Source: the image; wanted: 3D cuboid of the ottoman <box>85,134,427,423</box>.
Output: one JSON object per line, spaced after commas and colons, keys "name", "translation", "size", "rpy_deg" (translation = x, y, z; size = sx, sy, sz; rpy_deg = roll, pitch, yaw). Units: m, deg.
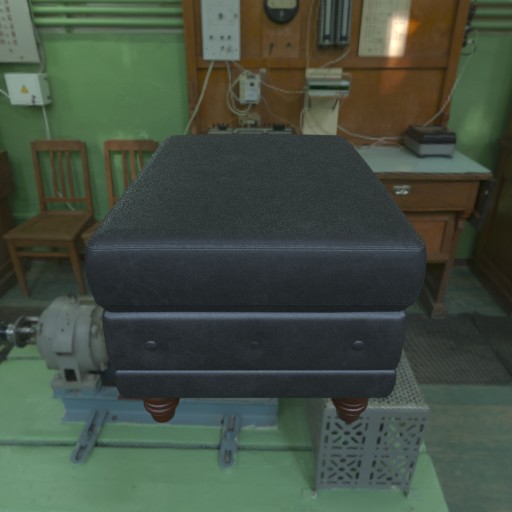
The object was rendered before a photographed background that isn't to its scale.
{"name": "ottoman", "translation": [0.000, 0.000, 1.176], "size": [0.590, 0.498, 0.795], "rpy_deg": [0, 28, 0]}
